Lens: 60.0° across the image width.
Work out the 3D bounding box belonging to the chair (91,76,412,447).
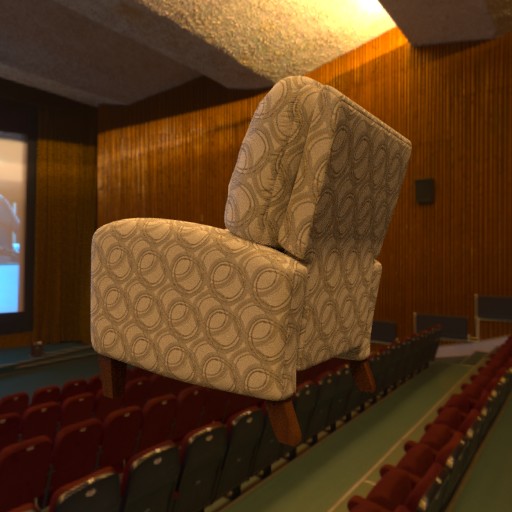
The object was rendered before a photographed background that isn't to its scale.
[{"bbox_3d":[0.000,0.000,1.701,0.995,1.065,0.796,0,0,36],"label":"chair"}]
